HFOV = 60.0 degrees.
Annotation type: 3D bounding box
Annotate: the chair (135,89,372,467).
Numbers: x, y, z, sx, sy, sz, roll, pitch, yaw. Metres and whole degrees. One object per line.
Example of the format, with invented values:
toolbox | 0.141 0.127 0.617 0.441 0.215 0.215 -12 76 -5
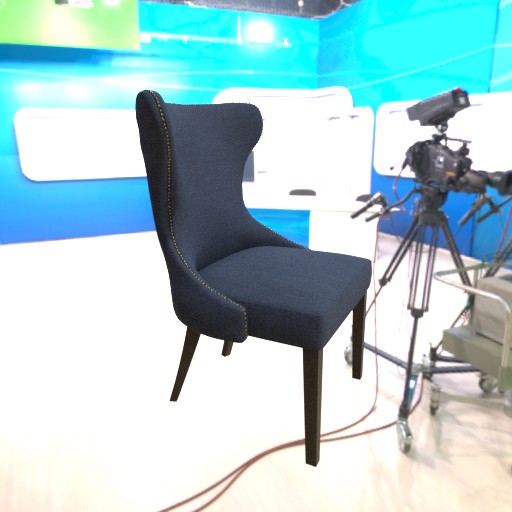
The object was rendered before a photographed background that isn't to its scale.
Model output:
chair | 0.000 0.000 1.402 0.635 0.967 0.628 8 17 25
